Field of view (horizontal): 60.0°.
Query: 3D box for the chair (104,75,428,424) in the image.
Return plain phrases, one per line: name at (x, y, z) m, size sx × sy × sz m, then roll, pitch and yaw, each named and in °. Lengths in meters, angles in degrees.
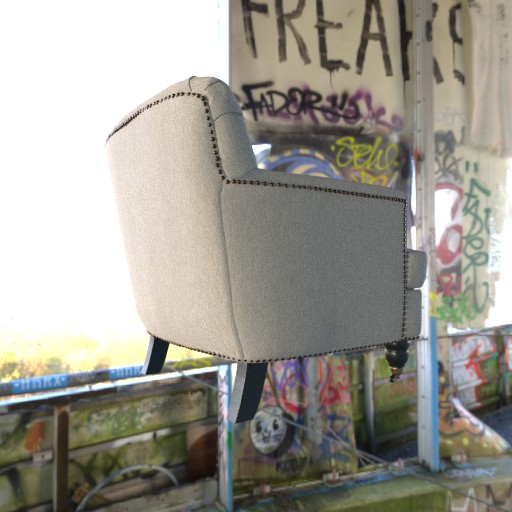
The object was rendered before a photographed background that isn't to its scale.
chair at (0.000, 0.000, 1.485) m, size 0.902 × 0.823 × 0.737 m, roll 1°, pitch -1°, yaw -35°
